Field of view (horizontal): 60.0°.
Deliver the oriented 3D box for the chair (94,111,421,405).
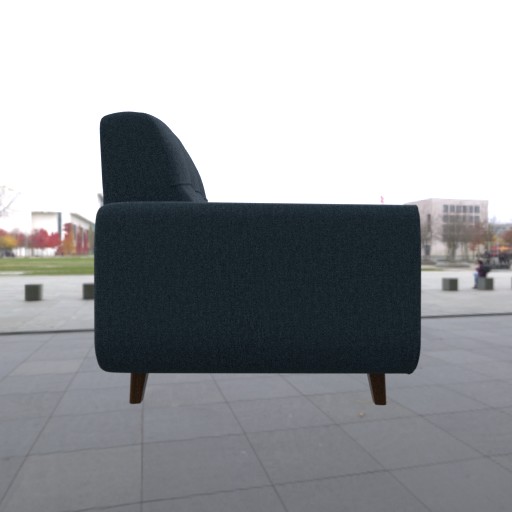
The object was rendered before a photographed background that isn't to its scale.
[{"bbox_3d":[0.000,0.000,1.676,0.964,0.940,0.880,0,0,1],"label":"chair"}]
